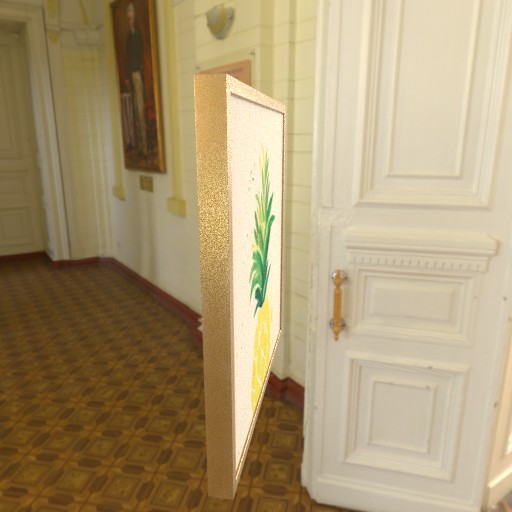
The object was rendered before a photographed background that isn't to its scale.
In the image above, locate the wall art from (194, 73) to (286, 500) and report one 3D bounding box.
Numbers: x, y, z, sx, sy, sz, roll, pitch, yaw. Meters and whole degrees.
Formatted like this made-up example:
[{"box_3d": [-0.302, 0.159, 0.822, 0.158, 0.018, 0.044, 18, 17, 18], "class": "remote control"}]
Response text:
[{"box_3d": [0.000, 0.000, 0.745, 0.033, 0.509, 0.510, 3, 16, 10], "class": "wall art"}]
